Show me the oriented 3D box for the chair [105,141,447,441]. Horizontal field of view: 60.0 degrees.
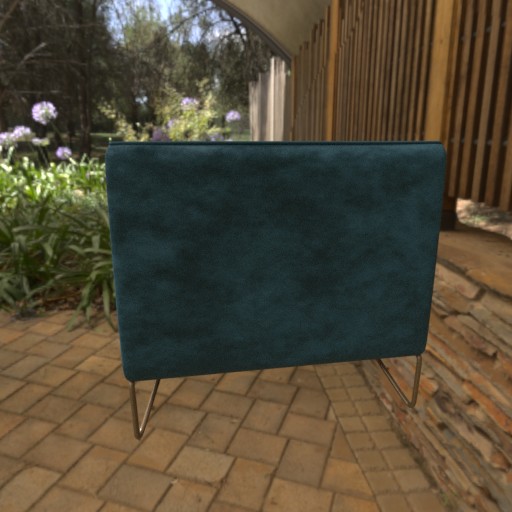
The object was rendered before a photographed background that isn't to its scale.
[{"bbox_3d":[0.000,0.000,1.575,0.880,0.790,0.894,-3,15,-10],"label":"chair"}]
